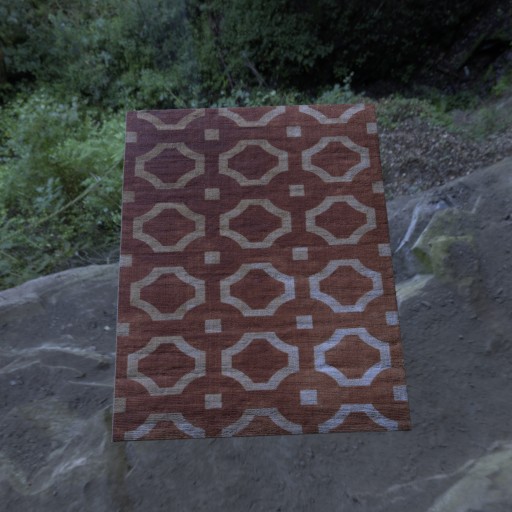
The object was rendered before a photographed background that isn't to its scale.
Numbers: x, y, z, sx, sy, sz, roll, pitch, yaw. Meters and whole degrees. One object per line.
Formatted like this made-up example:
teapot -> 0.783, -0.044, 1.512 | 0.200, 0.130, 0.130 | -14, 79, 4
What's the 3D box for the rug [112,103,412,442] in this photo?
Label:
rug -> 0.000, 0.000, 4.006 | 2.466, 0.021, 3.049 | -2, 76, -1
